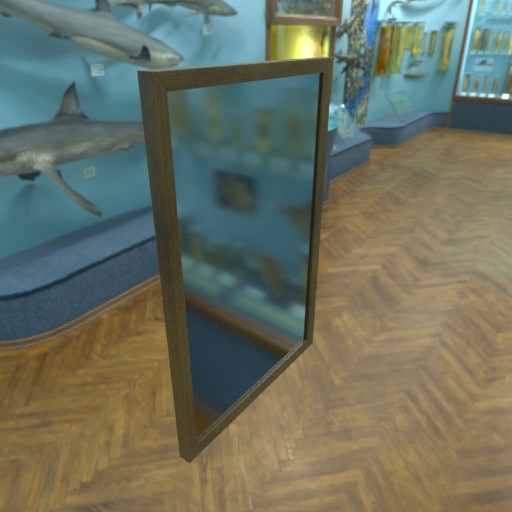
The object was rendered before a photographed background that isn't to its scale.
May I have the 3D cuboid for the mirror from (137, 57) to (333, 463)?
[{"bbox_3d":[0.000,0.000,1.141,0.040,0.915,0.609,19,32,33],"label":"mirror"}]
